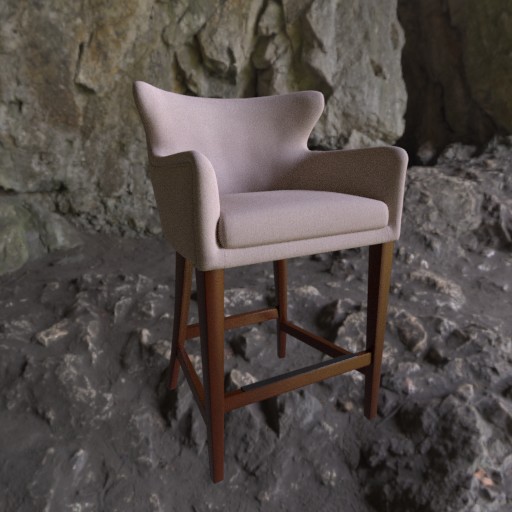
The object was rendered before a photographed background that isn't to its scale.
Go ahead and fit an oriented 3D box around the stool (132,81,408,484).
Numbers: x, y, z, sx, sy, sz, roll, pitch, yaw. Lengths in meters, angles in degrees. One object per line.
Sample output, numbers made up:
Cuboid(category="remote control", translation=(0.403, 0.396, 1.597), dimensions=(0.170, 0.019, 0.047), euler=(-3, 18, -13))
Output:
Cuboid(category="stool", translation=(0.000, 0.000, 1.297), dimensions=(0.601, 0.951, 0.570), euler=(-9, 18, -28))
